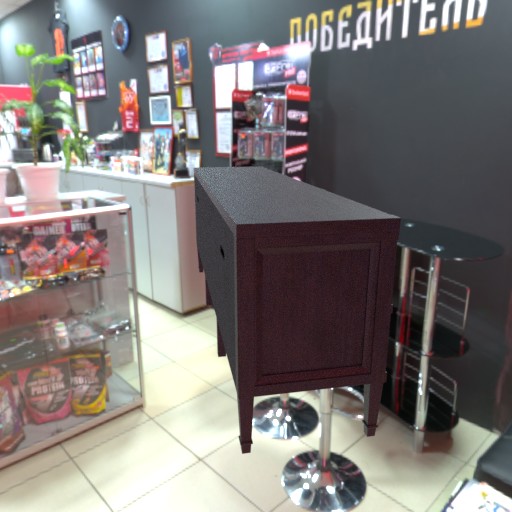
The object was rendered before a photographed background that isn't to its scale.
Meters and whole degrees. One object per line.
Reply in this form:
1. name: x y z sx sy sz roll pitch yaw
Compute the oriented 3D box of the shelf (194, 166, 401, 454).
1. shelf: 0.000 0.000 2.173 0.471 0.715 1.878 -3 16 -11
